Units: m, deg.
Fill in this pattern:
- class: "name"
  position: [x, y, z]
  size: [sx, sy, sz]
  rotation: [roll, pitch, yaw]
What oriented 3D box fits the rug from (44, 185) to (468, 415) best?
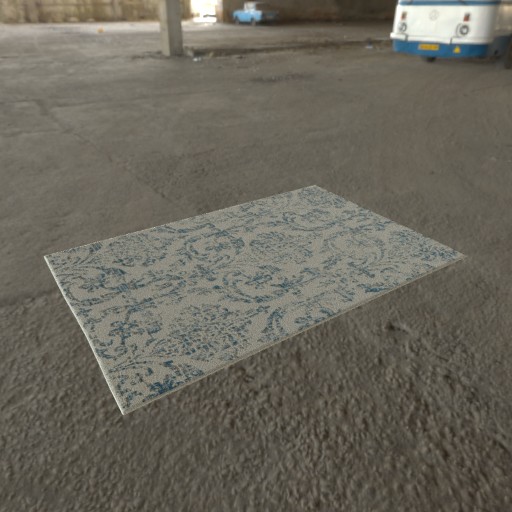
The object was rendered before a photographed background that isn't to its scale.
- class: "rug"
  position: [0.000, 0.000, 2.295]
  size: [1.831, 0.012, 1.213]
  rotation: [-18, 35, -29]
